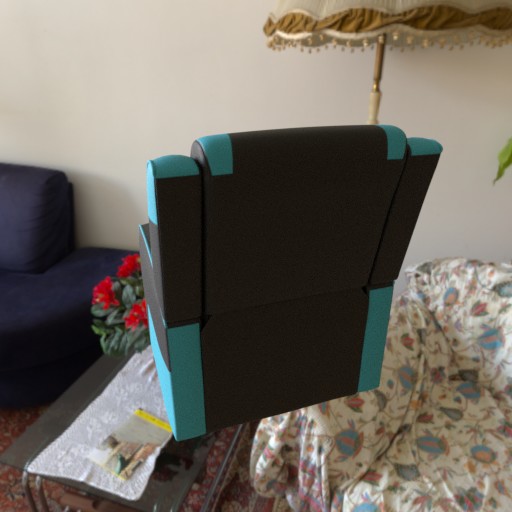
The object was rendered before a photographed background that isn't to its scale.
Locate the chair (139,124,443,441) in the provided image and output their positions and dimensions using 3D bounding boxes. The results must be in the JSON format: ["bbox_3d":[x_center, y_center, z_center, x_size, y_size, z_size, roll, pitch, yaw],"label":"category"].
[{"bbox_3d":[0.000,0.000,1.276,0.620,0.805,0.672,-9,27,-17],"label":"chair"}]
